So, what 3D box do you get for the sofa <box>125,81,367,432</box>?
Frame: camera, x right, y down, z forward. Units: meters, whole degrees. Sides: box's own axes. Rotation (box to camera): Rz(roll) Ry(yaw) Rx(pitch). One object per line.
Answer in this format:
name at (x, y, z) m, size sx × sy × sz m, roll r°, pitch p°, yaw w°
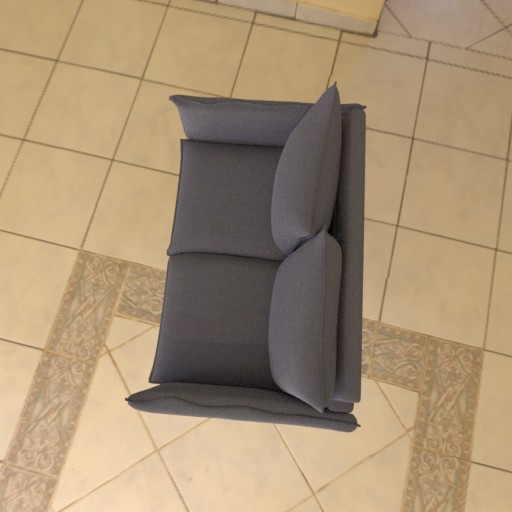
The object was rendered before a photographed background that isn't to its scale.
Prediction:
sofa at (0.000, 0.000, 1.869) m, size 0.820 × 0.840 × 1.300 m, roll 4°, pitch 75°, yaw 1°
